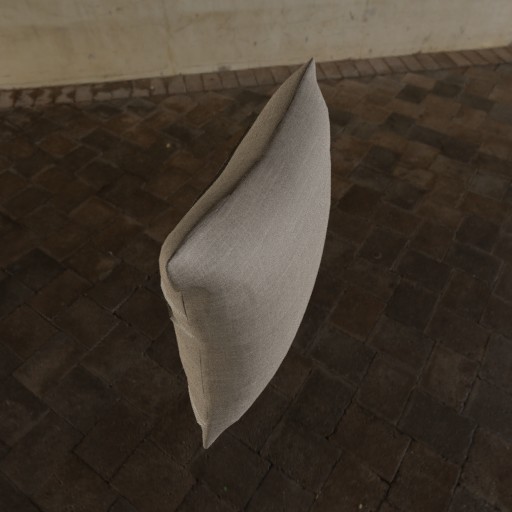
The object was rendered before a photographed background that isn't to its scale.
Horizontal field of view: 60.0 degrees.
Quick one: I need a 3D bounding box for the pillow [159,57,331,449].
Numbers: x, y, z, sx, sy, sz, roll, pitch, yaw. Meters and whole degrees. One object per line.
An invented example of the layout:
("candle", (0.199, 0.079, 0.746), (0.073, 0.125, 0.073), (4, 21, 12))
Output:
("pillow", (0.000, 0.000, 0.627), (0.169, 0.400, 0.424), (16, 50, 14))
